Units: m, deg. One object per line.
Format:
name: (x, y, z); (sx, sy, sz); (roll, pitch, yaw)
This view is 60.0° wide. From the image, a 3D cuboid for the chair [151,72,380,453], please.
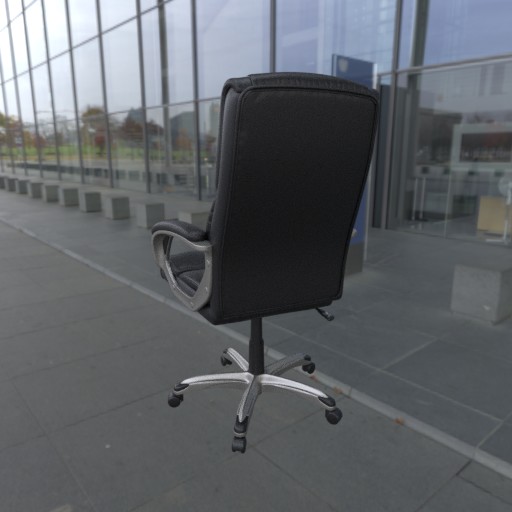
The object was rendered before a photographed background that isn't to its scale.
chair: (0.000, 0.000, 1.615); (0.663, 1.155, 0.739); (-6, 15, -25)
